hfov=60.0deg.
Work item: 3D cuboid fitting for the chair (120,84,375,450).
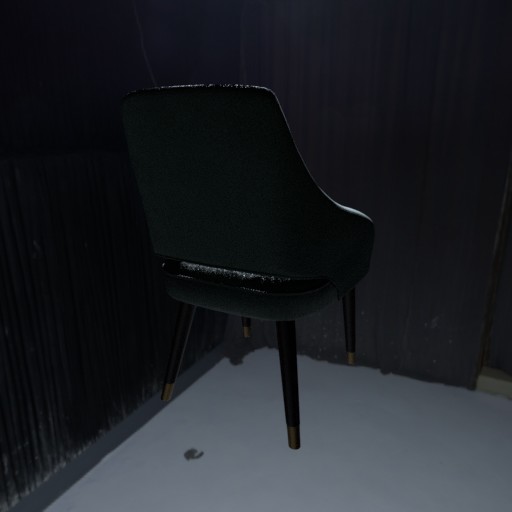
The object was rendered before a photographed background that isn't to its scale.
[{"bbox_3d":[0.000,0.000,1.581,0.683,1.081,0.794,9,18,28],"label":"chair"}]
